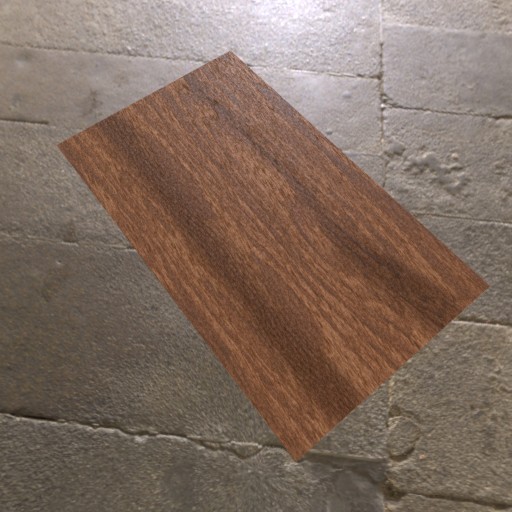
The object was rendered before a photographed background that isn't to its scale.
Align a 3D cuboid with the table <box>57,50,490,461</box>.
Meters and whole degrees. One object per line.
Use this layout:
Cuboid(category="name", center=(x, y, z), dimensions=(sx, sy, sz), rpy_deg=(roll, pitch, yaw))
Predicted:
Cuboid(category="table", center=(0.000, 0.000, 1.833), dimensions=(0.801, 0.724, 1.349), rpy_deg=(-36, 69, -16))
